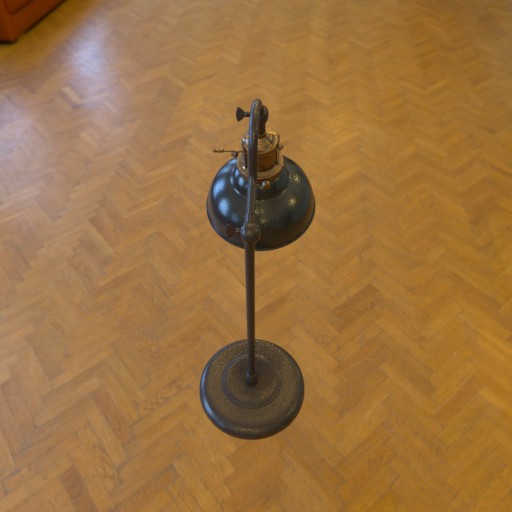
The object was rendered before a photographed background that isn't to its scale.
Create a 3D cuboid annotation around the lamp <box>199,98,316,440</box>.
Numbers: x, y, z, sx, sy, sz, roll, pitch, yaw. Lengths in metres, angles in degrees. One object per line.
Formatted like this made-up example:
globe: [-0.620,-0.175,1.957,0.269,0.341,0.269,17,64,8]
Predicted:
lamp: [0.000,0.000,0.688,0.192,0.508,0.374,3,47,3]
